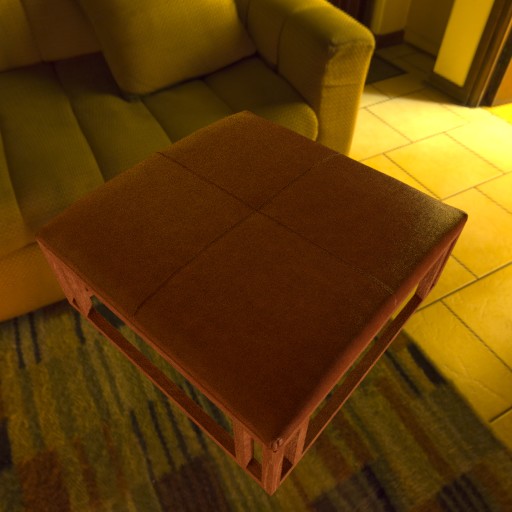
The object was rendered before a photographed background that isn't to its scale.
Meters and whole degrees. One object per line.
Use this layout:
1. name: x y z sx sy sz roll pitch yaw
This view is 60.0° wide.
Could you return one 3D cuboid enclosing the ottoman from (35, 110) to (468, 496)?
1. ottoman: 0.000 0.000 1.558 1.016 0.442 1.013 33 56 26
